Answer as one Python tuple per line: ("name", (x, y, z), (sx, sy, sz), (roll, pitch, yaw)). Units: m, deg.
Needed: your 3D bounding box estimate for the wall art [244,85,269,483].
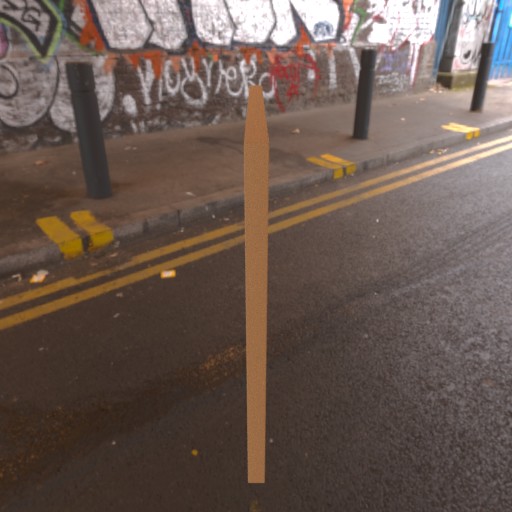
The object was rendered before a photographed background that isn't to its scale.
("wall art", (0.000, 0.000, 1.165), (0.037, 0.761, 0.761), (0, 27, 0))
